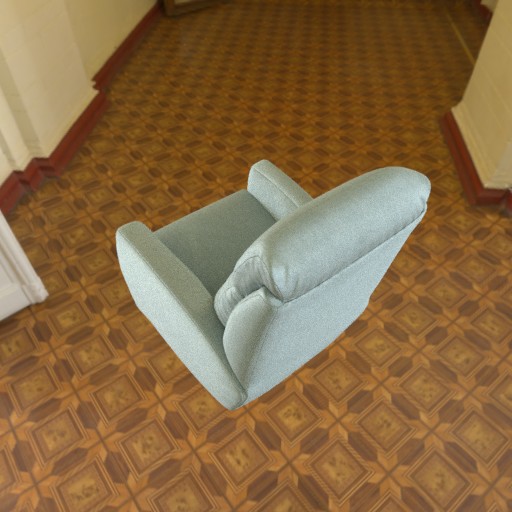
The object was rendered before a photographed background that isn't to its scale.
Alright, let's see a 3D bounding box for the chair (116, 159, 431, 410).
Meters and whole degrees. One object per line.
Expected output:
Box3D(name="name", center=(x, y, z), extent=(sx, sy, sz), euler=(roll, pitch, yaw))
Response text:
Box3D(name="chair", center=(0.000, 0.000, 1.709), extent=(0.812, 1.013, 0.940), euler=(-30, 53, -26))
